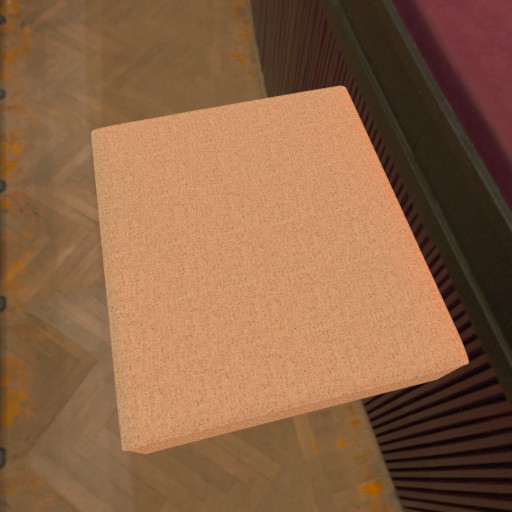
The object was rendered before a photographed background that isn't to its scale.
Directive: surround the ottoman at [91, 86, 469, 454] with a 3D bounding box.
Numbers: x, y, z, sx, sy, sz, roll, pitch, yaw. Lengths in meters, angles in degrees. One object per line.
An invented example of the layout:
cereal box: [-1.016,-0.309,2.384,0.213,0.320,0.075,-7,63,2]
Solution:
ottoman: [0.000,0.000,1.198,0.736,0.303,0.835,-12,64,-6]
